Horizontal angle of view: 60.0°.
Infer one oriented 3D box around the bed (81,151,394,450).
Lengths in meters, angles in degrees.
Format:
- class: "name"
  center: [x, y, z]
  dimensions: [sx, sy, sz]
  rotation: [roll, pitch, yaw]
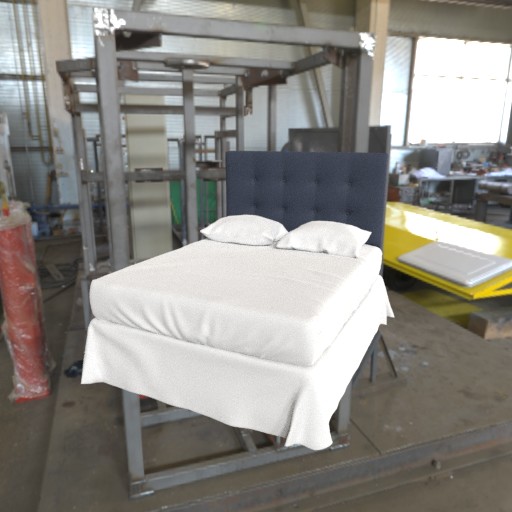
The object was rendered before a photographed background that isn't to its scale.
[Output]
- class: "bed"
  center: [0.000, 0.000, 3.558]
  dimensions: [1.936, 1.577, 2.222]
  rotation: [7, 17, 25]
